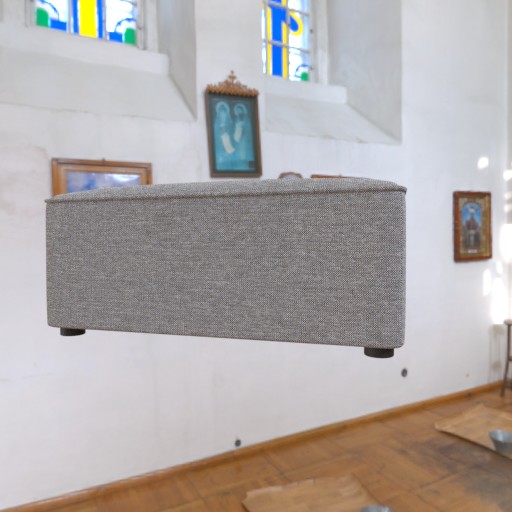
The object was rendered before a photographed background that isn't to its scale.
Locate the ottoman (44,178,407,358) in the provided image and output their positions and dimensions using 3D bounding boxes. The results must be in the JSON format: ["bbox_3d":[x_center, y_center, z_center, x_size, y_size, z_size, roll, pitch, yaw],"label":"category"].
[{"bbox_3d":[0.000,0.000,1.608,1.005,0.455,1.005,0,1,17],"label":"ottoman"}]
